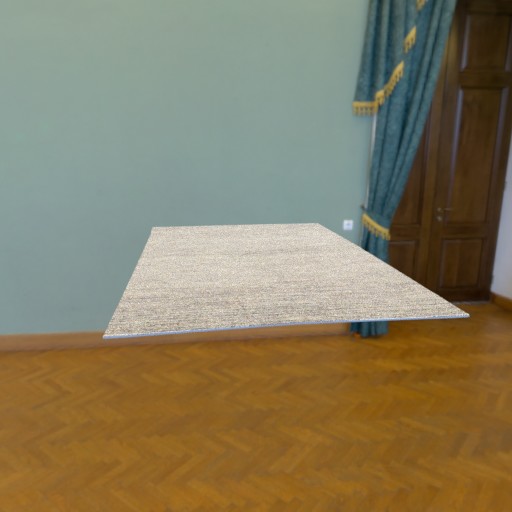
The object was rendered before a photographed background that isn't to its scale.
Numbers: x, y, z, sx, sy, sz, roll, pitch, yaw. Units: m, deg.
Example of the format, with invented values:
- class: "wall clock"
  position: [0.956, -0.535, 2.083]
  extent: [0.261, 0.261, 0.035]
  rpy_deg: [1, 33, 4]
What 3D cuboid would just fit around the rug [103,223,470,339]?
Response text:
- class: "rug"
  position: [0.000, 0.000, 2.228]
  extent: [1.162, 0.022, 1.804]
  rpy_deg: [-2, 14, -8]
